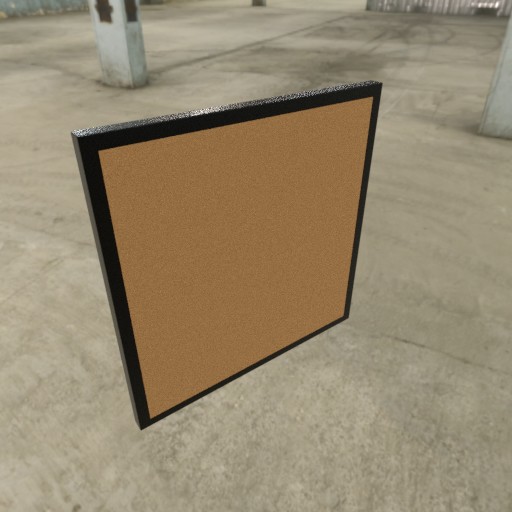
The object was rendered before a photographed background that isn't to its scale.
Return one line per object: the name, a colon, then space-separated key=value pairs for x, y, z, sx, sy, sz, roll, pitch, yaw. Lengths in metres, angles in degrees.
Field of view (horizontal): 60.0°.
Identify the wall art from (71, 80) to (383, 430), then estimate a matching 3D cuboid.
wall art: x=0.000 y=0.000 z=1.132 sx=0.755 sy=0.761 sz=0.038 roll=-21 pitch=38 yaw=-30
